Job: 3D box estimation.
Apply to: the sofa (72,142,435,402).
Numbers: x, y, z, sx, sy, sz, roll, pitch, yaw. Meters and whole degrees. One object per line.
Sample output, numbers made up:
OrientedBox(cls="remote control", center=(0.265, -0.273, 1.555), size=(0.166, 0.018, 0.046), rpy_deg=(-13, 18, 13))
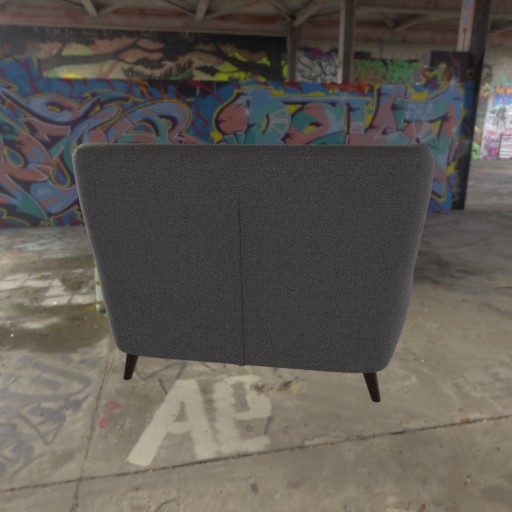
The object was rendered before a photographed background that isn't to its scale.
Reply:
OrientedBox(cls="sofa", center=(0.000, 0.000, 2.040), size=(1.386, 1.028, 0.884), rpy_deg=(2, 16, 9))
